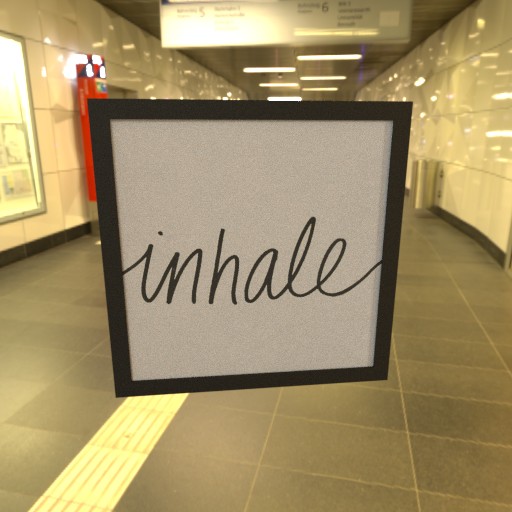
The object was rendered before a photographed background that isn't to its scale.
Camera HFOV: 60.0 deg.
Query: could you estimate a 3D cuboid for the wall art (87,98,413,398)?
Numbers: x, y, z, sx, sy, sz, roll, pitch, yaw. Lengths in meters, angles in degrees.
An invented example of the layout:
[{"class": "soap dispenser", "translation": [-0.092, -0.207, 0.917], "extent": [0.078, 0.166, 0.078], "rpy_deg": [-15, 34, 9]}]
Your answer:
[{"class": "wall art", "translation": [0.000, 0.000, 0.535], "extent": [0.356, 0.356, 0.013], "rpy_deg": [-2, 16, -7]}]
